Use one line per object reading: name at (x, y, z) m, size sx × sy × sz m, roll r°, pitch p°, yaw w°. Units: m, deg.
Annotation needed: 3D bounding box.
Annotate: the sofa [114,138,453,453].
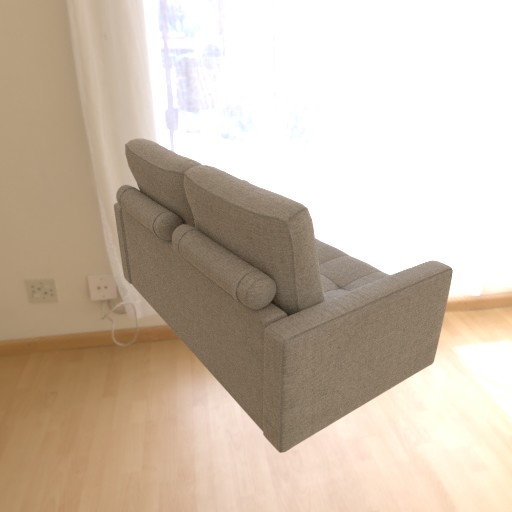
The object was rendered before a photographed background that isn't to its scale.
sofa at (0.000, 0.000, 1.955) m, size 0.842 × 0.907 × 1.407 m, roll -17°, pitch 30°, yaw -31°
